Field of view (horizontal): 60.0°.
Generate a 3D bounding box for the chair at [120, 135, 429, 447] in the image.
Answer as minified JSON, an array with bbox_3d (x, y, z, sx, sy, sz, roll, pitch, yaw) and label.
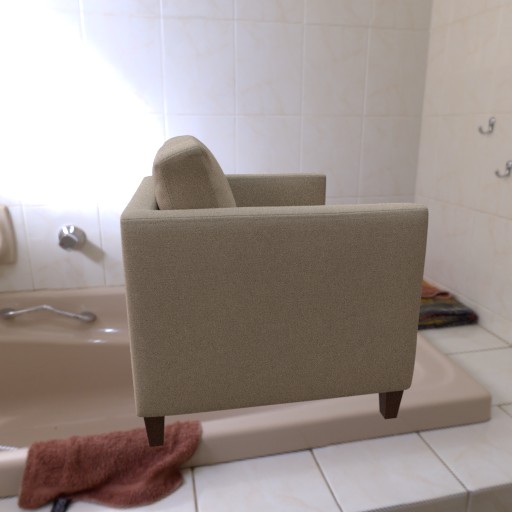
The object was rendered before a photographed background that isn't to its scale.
[{"bbox_3d":[0.000,0.000,1.840,0.959,0.961,1.107,-3,16,-10],"label":"chair"}]
